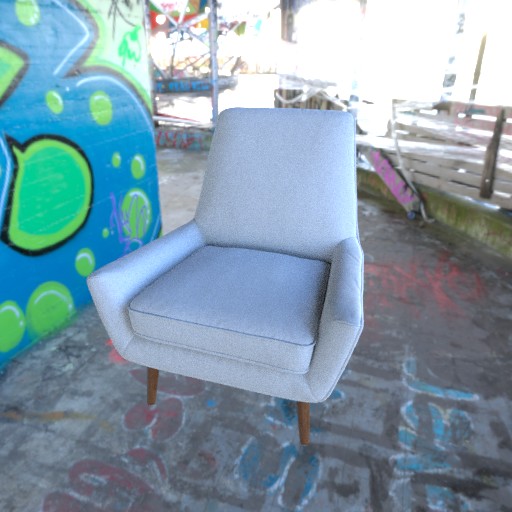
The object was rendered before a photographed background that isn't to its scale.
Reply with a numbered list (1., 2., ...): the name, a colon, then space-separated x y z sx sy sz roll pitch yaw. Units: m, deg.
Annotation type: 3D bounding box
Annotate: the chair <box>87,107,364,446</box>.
1. chair: 0.000 0.000 1.509 0.787 0.888 0.822 8 26 17
